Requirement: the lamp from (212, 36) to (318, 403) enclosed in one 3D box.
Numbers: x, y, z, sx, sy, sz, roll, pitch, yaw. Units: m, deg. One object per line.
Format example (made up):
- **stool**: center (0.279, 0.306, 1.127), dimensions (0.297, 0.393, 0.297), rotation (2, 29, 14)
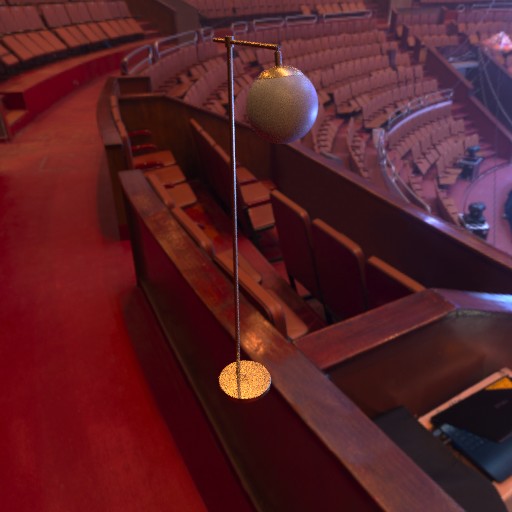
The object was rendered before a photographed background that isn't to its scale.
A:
- **lamp**: center (0.000, 0.000, 1.708), dimensions (0.249, 1.505, 0.476), rotation (-21, 36, -31)
